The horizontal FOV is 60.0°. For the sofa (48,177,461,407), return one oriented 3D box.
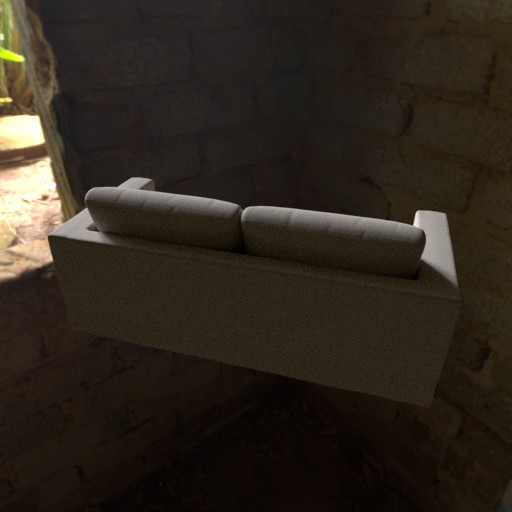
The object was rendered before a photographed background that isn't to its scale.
[{"bbox_3d":[0.000,0.000,2.660,2.163,0.881,0.954,9,32,14],"label":"sofa"}]
